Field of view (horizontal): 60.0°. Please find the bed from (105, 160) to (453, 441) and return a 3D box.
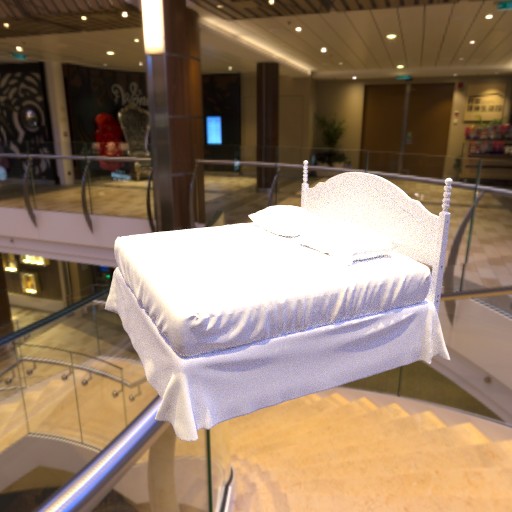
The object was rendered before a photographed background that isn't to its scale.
[{"bbox_3d":[0.000,0.000,3.670,2.219,1.355,2.322,-8,18,-26],"label":"bed"}]
